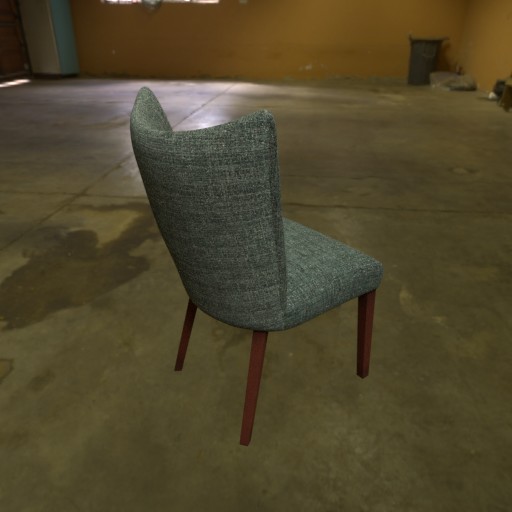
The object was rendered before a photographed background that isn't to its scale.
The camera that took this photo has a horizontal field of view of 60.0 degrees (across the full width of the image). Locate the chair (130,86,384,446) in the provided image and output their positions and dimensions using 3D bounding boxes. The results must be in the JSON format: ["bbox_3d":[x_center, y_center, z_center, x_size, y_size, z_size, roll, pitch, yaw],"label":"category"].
[{"bbox_3d":[0.000,0.000,1.307,0.623,0.924,0.535,-19,33,-33],"label":"chair"}]
